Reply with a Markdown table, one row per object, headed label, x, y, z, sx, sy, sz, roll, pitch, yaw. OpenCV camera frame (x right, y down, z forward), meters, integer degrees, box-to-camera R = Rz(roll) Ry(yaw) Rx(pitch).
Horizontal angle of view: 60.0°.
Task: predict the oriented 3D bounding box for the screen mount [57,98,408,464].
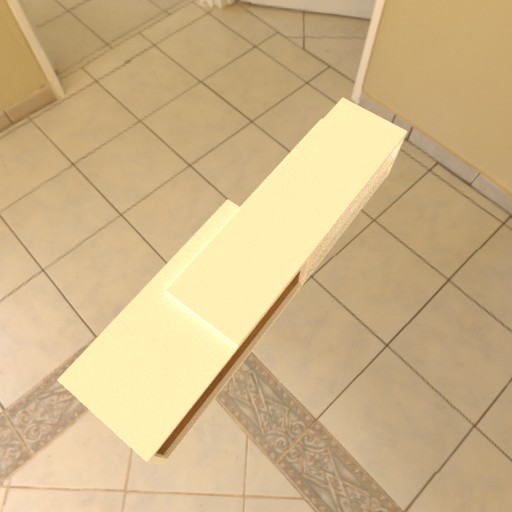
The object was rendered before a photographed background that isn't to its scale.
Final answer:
| label | x | y | z | sx | sy | sz | roll | pitch | yaw |
| --- | --- | --- | --- | --- | --- | --- | --- | --- | --- |
| screen mount | 0.000 | 0.000 | 1.875 | 0.420 | 0.320 | 1.680 | 34 | 68 | 16 |
